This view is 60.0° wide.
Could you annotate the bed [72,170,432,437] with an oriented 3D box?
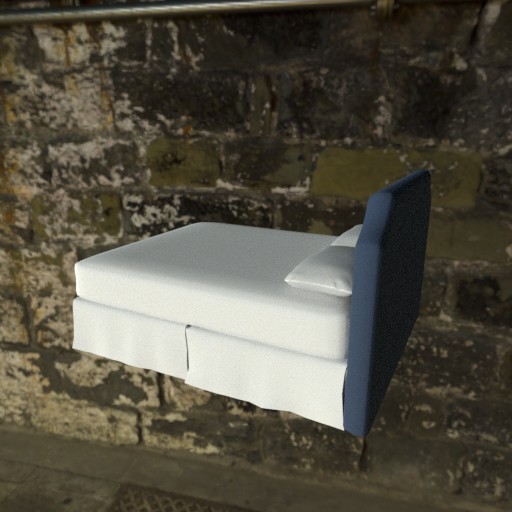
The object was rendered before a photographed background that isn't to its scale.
[{"bbox_3d":[0.000,0.000,3.417,2.260,1.297,1.831,8,18,26],"label":"bed"}]
